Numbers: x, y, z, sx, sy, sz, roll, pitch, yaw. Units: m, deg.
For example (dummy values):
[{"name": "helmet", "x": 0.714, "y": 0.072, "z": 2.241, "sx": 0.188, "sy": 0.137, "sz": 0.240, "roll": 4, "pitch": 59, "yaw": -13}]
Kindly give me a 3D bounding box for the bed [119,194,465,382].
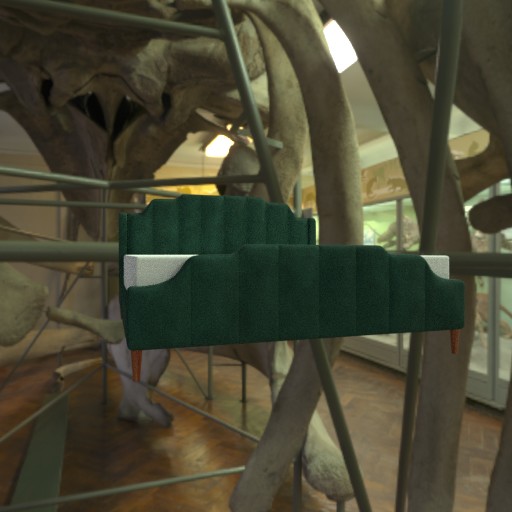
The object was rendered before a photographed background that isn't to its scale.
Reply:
[{"name": "bed", "x": 0.000, "y": 0.000, "z": 3.571, "sx": 2.074, "sy": 1.245, "sz": 2.340, "roll": 0, "pitch": 0, "yaw": -18}]
